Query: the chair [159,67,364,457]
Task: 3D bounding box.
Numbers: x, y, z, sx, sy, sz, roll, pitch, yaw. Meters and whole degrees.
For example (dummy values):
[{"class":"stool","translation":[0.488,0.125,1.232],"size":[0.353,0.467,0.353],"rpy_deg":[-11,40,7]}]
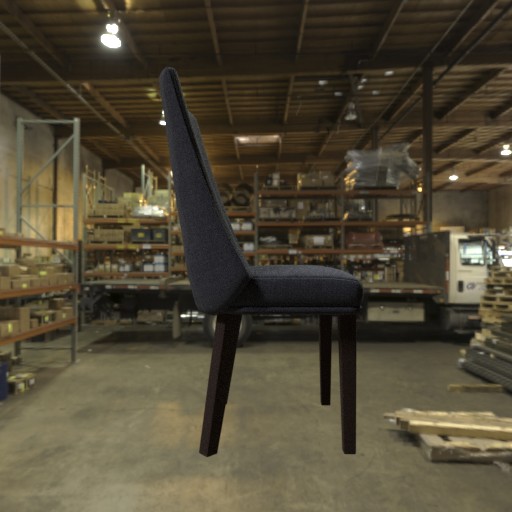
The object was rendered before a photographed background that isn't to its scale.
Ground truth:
[{"class":"chair","translation":[0.000,0.000,1.379],"size":[0.577,1.050,0.510],"rpy_deg":[0,-1,0]}]
